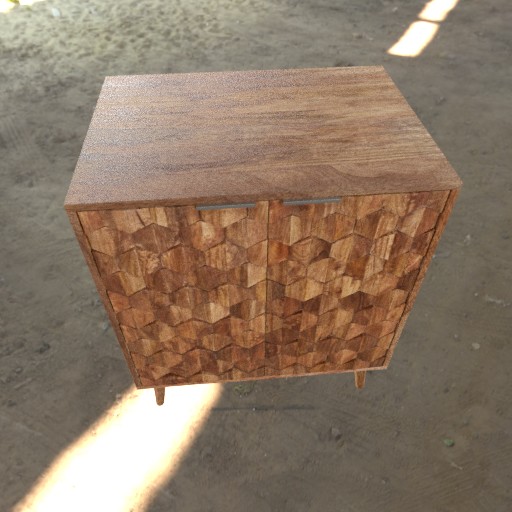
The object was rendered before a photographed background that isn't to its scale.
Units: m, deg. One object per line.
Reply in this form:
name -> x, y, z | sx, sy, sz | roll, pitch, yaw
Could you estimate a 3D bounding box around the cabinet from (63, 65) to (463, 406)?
cabinet -> 0.000, 0.000, 1.143 | 0.647, 0.758, 0.473 | -4, 46, -4
